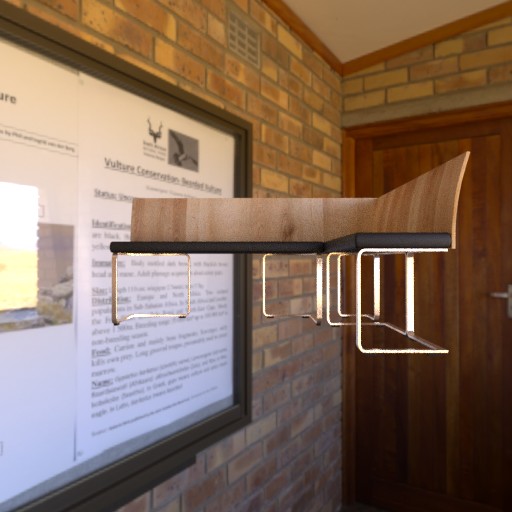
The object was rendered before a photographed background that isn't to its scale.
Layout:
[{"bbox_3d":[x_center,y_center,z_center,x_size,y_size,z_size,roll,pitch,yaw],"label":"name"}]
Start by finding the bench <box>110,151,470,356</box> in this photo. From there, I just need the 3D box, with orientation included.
[{"bbox_3d":[0.000,0.000,2.754,1.945,0.930,1.495,0,-1,0],"label":"bench"}]
